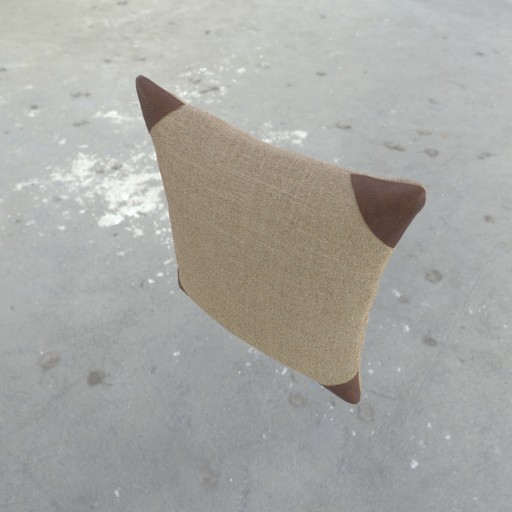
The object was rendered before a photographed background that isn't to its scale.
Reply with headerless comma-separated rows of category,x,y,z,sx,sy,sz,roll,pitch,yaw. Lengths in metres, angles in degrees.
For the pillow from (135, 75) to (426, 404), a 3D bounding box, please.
pillow,0.000,0.000,0.685,0.437,0.448,0.147,29,52,25
